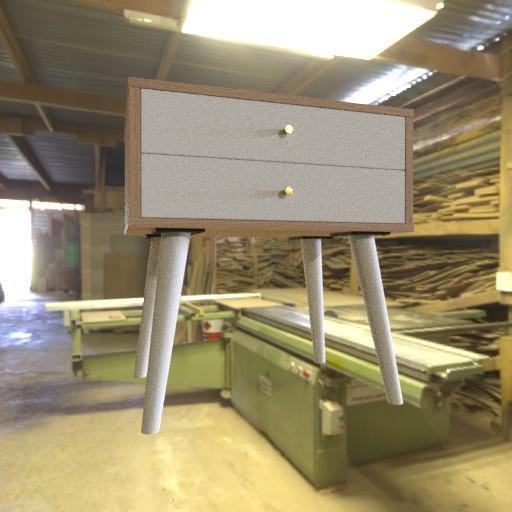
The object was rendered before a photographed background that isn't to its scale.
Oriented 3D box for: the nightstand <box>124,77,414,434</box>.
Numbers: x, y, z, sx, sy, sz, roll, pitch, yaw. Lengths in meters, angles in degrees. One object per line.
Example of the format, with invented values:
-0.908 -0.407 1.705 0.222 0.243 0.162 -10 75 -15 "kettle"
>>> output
0.000 0.000 1.016 0.571 0.610 0.407 0 0 -17 "nightstand"
